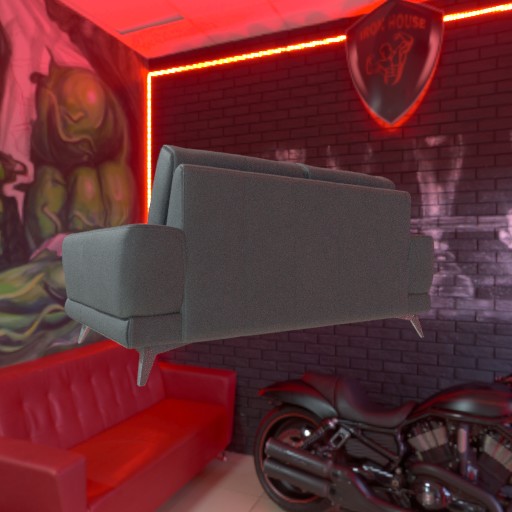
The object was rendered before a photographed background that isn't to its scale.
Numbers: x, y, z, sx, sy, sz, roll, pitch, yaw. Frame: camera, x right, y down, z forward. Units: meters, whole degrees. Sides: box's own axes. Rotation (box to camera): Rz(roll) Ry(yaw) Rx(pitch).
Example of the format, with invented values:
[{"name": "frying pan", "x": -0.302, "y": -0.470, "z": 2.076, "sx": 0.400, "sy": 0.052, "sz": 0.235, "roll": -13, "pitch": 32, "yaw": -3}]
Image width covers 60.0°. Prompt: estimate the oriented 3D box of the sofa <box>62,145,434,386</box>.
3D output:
[{"name": "sofa", "x": 0.000, "y": 0.000, "z": 2.399, "sx": 1.806, "sy": 0.907, "sz": 1.018, "roll": 0, "pitch": 0, "yaw": -34}]
